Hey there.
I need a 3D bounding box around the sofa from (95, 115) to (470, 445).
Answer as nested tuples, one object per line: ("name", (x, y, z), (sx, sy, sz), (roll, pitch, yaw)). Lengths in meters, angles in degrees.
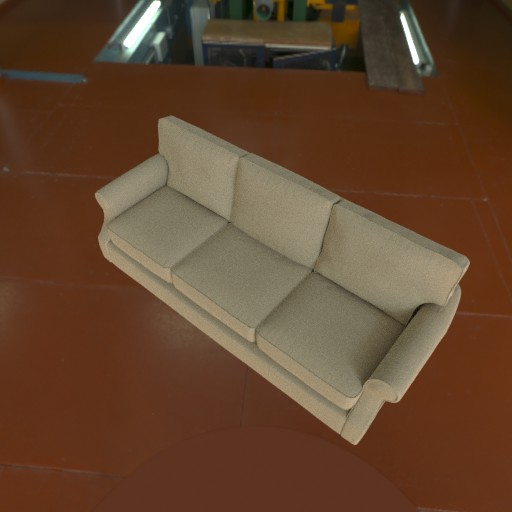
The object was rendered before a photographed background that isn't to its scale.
("sofa", (0.000, 0.000, 2.835), (2.354, 0.948, 0.966), (31, 55, 26))
